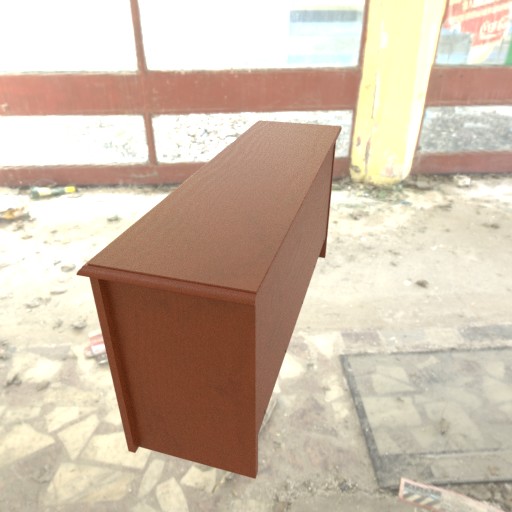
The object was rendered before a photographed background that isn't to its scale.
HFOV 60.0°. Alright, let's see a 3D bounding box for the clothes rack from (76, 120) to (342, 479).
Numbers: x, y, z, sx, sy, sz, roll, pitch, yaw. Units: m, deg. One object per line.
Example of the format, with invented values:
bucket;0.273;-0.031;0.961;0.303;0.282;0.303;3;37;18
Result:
clothes rack;0.000;0.000;1.479;0.362;0.594;1.251;8;31;14
